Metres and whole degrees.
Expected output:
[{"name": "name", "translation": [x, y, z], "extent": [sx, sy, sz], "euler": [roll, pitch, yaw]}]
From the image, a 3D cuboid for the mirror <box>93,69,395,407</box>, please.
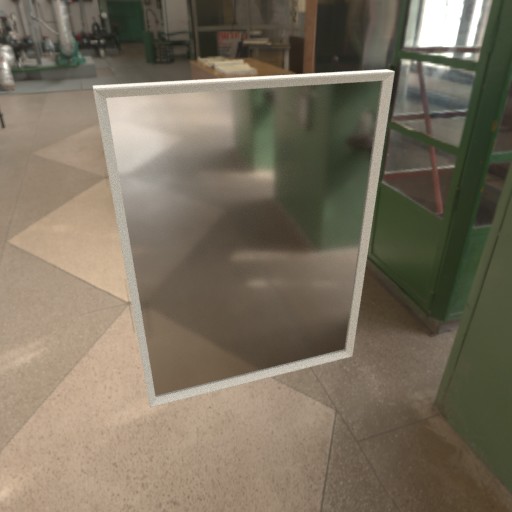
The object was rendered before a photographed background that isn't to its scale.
[{"name": "mirror", "translation": [0.000, 0.000, 1.345], "extent": [0.762, 1.016, 0.041], "euler": [-10, 32, -16]}]
